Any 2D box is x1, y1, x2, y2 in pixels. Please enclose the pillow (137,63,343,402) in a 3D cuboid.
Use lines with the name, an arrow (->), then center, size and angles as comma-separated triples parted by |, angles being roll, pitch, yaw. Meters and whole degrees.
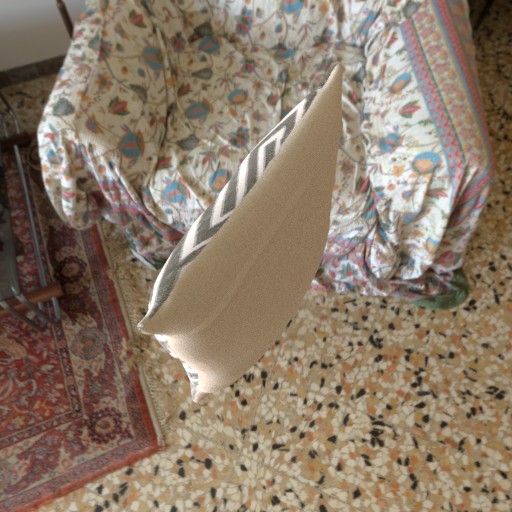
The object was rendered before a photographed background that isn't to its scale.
pillow -> 0.000, 0.000, 0.700 | 0.182, 0.441, 0.440 | 29, 67, 14
